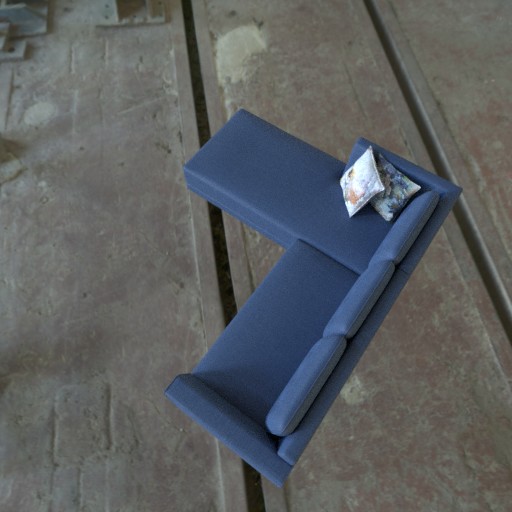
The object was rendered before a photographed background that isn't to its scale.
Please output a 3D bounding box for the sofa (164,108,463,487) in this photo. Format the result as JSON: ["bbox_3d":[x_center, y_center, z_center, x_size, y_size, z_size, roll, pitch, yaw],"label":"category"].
[{"bbox_3d":[0.000,0.000,3.012,1.829,0.787,2.120,32,67,15],"label":"sofa"}]
